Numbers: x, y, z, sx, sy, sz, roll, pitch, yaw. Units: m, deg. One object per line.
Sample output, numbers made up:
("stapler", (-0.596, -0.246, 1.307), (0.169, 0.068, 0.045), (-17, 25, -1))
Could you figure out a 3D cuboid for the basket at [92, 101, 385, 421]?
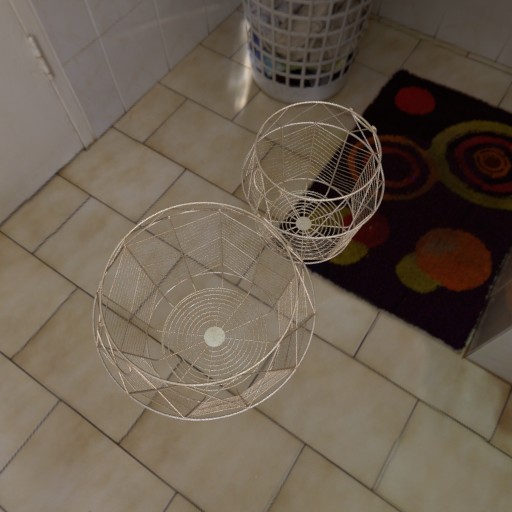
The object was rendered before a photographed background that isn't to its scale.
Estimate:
("basket", (0.000, 0.000, 1.030), (0.451, 0.343, 0.805), (33, 68, 15))
